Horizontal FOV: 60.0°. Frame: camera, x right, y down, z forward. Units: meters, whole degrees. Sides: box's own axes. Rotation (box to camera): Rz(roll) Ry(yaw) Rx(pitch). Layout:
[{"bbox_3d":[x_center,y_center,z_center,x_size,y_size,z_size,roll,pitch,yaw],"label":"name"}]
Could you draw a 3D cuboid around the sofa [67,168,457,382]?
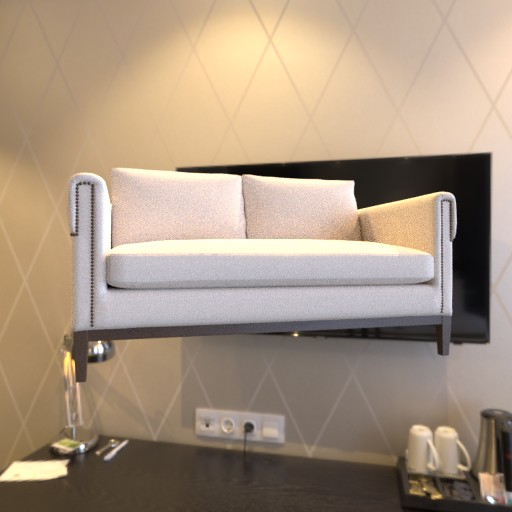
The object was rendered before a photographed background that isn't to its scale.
[{"bbox_3d":[0.000,0.000,2.111,1.598,0.873,0.905,0,-1,-17],"label":"sofa"}]
